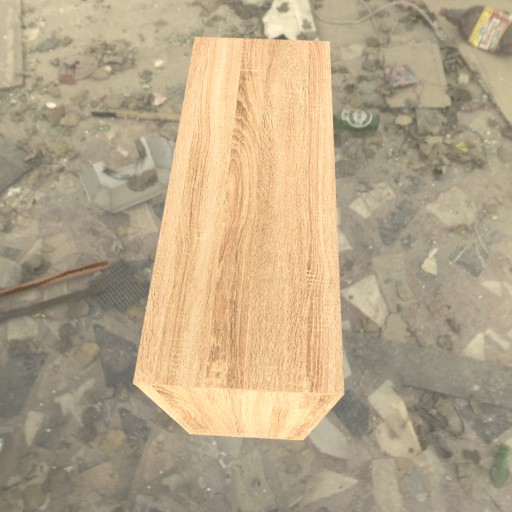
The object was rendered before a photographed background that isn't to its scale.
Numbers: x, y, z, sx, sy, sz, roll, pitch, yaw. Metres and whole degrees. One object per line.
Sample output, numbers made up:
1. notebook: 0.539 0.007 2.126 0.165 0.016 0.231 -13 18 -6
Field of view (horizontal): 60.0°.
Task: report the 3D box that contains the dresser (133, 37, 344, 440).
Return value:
1. dresser: 0.000 0.000 1.560 0.450 0.900 1.100 3 62 1
